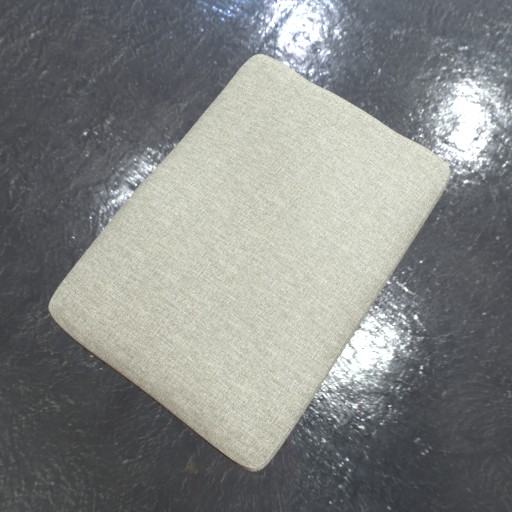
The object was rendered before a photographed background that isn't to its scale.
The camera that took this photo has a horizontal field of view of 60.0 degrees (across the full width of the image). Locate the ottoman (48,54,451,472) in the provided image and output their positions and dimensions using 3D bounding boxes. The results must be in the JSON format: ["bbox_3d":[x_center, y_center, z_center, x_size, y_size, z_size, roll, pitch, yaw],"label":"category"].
[{"bbox_3d":[0.000,0.000,1.232,0.639,0.494,0.873,34,77,9],"label":"ottoman"}]
